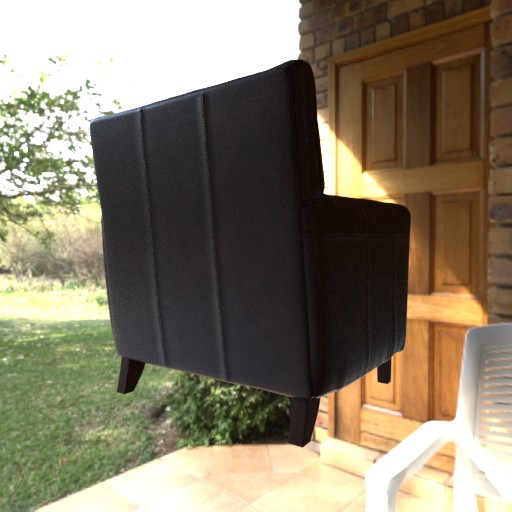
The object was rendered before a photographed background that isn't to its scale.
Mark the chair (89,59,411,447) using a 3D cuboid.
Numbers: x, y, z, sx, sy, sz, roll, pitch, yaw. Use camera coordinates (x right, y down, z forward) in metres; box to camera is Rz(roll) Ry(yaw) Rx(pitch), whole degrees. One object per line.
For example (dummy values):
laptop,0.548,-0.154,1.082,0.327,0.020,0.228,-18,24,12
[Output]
chair,0.000,0.000,1.574,0.870,0.943,0.823,1,1,36
